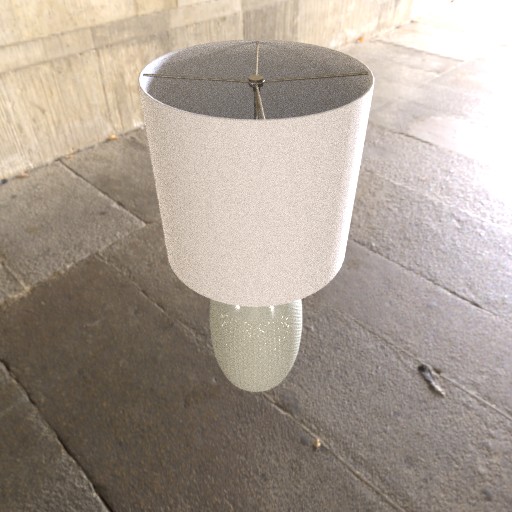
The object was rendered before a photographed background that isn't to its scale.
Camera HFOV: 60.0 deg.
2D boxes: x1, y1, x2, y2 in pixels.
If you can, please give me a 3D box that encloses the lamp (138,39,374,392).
[{"bbox_3d":[0.000,0.000,0.561,0.217,0.453,0.217,-1,41,-1],"label":"lamp"}]
